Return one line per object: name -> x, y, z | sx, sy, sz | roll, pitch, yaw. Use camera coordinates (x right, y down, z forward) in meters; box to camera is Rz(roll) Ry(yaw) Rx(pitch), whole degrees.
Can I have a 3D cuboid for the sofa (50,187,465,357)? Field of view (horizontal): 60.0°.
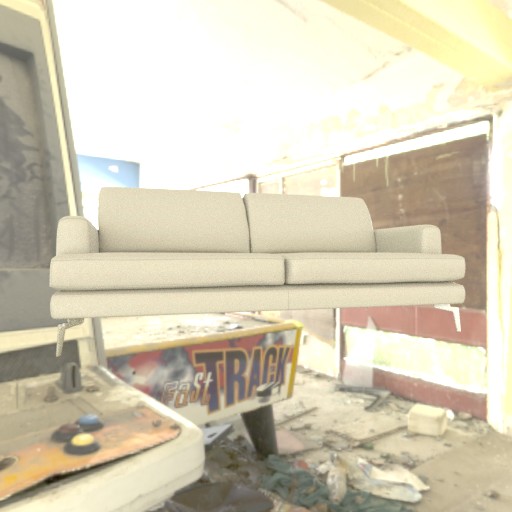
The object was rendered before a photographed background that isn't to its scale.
sofa -> 0.000, 0.000, 2.405 | 1.940, 0.765, 0.974 | 0, 0, -17
